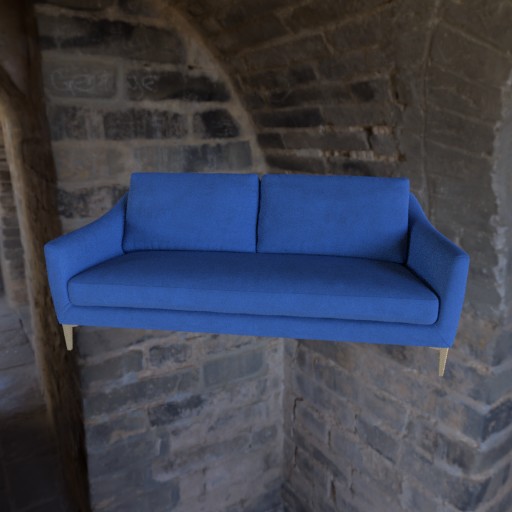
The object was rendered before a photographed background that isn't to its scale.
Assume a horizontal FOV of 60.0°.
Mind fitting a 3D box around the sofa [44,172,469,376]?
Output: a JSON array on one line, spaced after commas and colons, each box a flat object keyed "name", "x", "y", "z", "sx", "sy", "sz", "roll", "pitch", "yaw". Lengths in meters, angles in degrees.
[{"name": "sofa", "x": 0.000, "y": 0.000, "z": 2.555, "sx": 2.036, "sy": 0.903, "sz": 0.960, "roll": 2, "pitch": 15, "yaw": 8}]
